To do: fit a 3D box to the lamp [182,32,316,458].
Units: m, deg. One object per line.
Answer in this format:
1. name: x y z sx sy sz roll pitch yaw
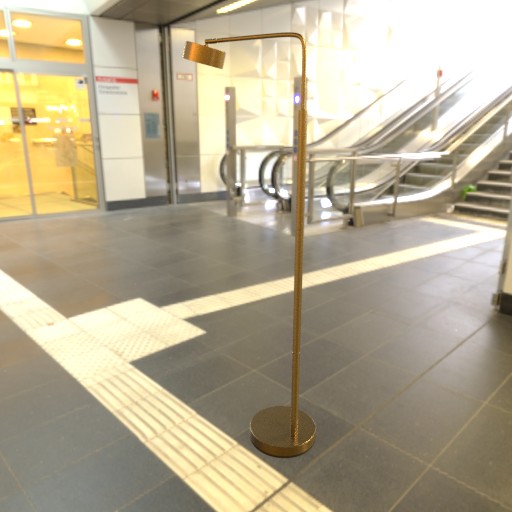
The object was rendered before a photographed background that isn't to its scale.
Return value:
1. lamp: 0.000 0.000 1.364 0.418 1.230 0.219 8 18 25
